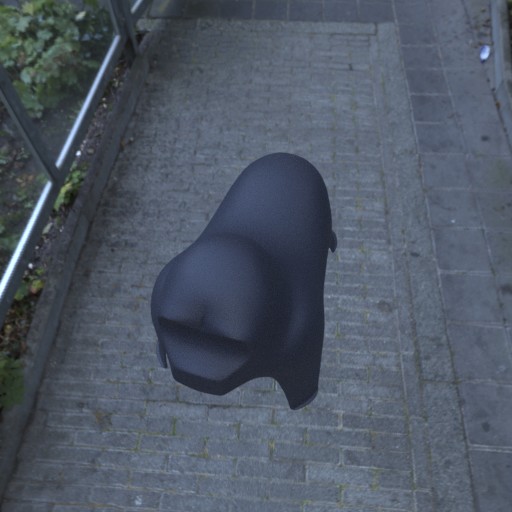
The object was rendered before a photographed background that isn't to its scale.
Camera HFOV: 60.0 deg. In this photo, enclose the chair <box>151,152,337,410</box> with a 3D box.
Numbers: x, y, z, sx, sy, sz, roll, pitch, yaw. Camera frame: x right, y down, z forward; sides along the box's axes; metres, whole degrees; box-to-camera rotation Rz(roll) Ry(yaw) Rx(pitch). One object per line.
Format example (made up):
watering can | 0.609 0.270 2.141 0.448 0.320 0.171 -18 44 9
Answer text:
chair | 0.000 0.000 1.133 0.490 0.600 0.758 15 59 9
